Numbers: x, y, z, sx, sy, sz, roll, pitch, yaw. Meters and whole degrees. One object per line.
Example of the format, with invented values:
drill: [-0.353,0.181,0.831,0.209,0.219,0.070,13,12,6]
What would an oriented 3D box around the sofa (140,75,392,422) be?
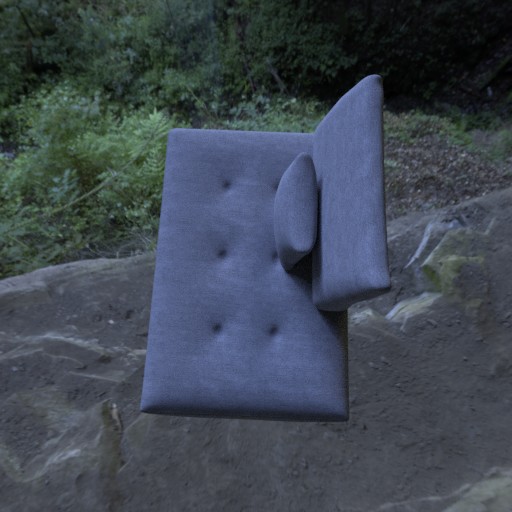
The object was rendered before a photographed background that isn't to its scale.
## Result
sofa: [0.000,0.000,2.024,1.002,0.820,1.450,2,75,1]
